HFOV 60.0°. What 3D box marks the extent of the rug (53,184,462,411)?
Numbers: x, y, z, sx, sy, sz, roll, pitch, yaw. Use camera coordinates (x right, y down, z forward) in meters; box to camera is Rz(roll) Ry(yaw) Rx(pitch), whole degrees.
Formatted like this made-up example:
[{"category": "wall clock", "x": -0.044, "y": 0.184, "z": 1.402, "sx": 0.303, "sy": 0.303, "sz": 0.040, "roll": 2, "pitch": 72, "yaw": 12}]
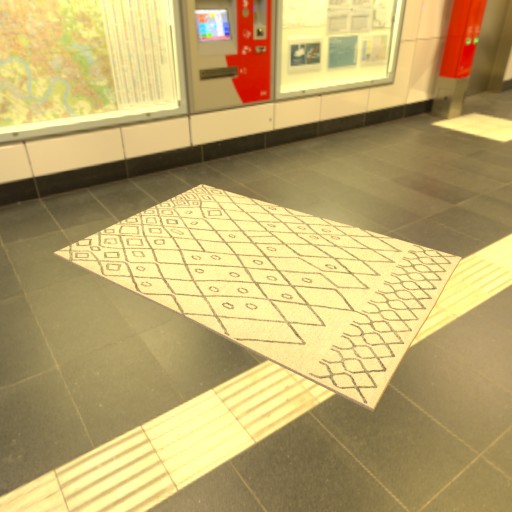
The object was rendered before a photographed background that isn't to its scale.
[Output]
[{"category": "rug", "x": 0.000, "y": 0.000, "z": 2.379, "sx": 1.828, "sy": 0.015, "sz": 1.222, "roll": 20, "pitch": 36, "yaw": 30}]
